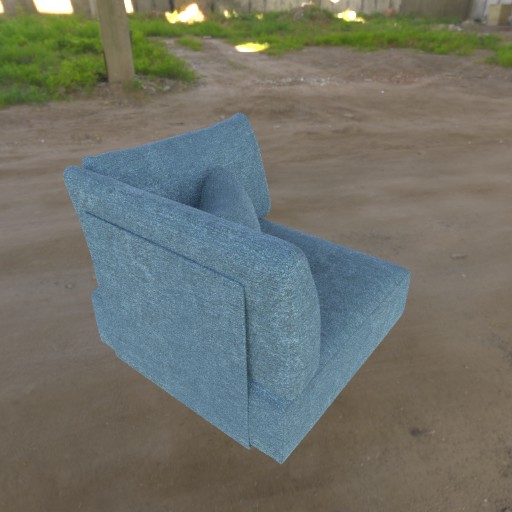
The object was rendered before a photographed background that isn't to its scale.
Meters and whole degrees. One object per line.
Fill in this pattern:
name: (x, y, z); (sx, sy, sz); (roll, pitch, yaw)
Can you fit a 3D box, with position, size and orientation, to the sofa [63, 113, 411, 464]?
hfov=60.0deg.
sofa: (0.000, 0.000, 1.766); (1.000, 0.820, 1.000); (22, 37, 32)
